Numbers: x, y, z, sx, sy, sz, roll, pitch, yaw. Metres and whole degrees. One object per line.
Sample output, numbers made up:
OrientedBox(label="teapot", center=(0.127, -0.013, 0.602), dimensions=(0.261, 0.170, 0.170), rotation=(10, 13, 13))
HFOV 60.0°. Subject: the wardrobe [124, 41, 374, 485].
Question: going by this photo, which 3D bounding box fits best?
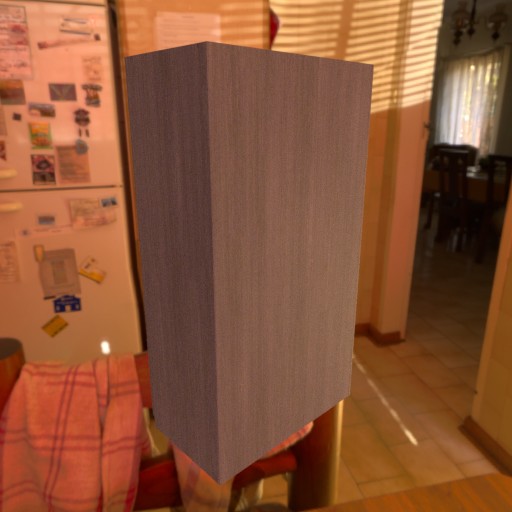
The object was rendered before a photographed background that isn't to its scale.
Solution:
OrientedBox(label="wardrobe", center=(0.000, 0.000, 2.235), dimensions=(0.991, 1.808, 0.577), rotation=(-16, 23, -41))
